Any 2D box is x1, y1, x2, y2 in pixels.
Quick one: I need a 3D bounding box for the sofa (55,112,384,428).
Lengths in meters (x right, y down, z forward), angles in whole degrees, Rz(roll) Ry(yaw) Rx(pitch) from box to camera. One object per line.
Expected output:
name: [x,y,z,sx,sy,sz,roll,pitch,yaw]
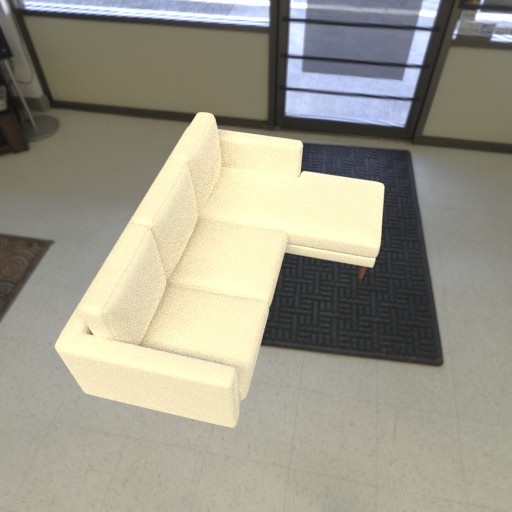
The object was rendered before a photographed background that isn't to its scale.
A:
sofa: [0.000,0.000,2.858,1.580,0.899,2.029,10,49,9]
